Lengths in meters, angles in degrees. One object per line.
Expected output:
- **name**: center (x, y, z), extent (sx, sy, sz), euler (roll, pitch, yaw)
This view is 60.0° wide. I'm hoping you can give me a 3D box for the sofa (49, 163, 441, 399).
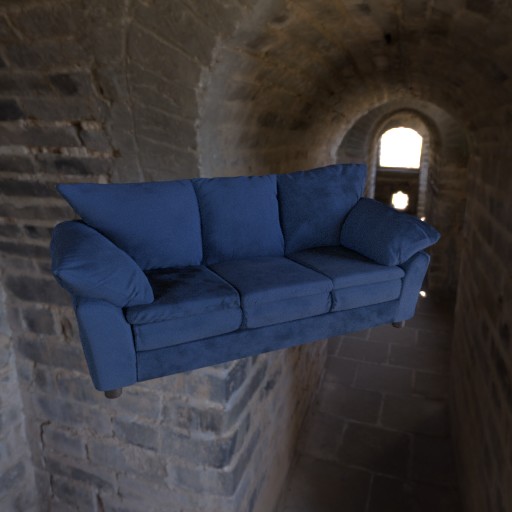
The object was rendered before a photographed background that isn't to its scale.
- **sofa**: center (0.000, 0.000, 2.838), extent (2.390, 1.091, 0.907), euler (-7, 17, -26)
